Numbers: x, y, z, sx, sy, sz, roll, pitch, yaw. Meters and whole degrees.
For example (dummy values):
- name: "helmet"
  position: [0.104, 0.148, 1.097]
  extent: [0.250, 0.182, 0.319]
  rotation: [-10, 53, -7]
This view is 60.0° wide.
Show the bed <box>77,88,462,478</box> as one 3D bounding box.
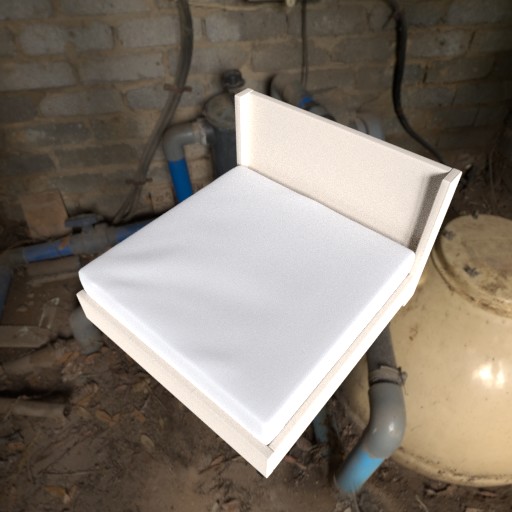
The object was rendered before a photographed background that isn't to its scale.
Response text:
- name: "bed"
  position: [0.000, 0.000, 3.725]
  extent: [2.145, 1.471, 2.293]
  rotation: [31, 54, 27]
